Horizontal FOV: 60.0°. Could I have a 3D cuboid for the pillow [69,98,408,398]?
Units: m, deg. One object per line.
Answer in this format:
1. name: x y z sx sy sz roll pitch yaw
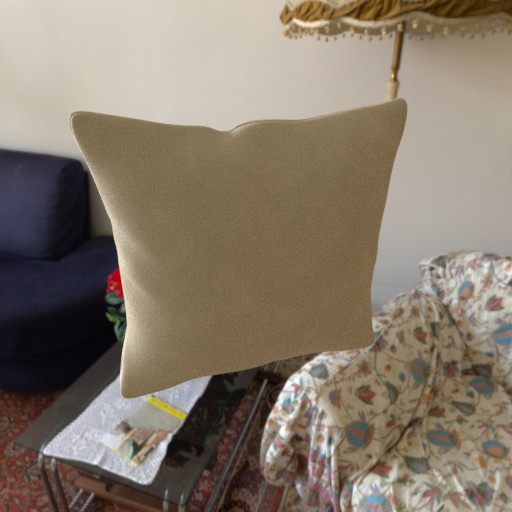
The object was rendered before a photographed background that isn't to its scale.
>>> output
1. pillow: 0.000 0.000 0.641 0.437 0.420 0.162 -8 28 -16
